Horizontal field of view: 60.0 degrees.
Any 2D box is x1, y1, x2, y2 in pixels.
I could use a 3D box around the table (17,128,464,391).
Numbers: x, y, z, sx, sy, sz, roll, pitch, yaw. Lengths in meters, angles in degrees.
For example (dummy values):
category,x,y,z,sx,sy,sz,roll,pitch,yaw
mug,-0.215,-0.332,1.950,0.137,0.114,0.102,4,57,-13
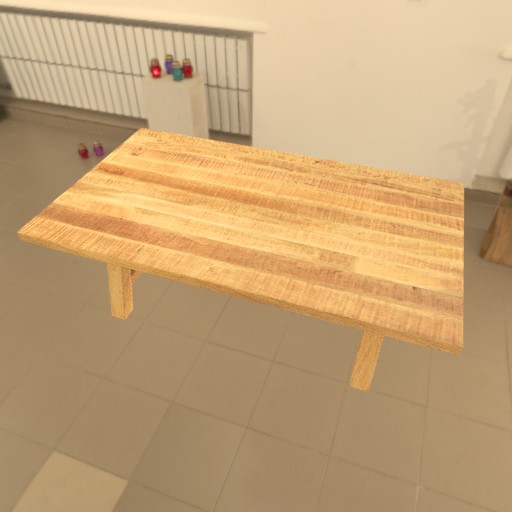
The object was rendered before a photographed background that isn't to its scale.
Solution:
category,x,y,z,sx,sy,sz,roll,pitch,yaw
table,0.000,0.000,1.643,1.320,0.455,0.760,13,44,14
